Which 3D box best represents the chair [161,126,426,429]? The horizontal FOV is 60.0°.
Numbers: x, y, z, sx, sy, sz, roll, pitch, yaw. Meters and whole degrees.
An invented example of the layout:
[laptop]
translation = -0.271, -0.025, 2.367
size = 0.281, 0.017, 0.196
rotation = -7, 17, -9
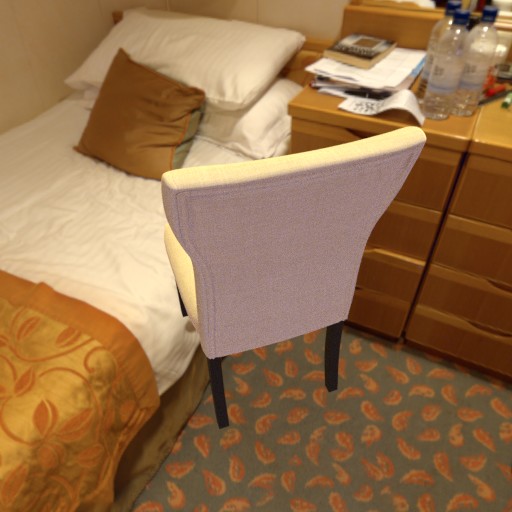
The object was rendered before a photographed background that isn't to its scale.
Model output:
[chair]
translation = 0.000, 0.000, 1.267
size = 0.509, 0.921, 0.597
rotation = -13, 43, -15
